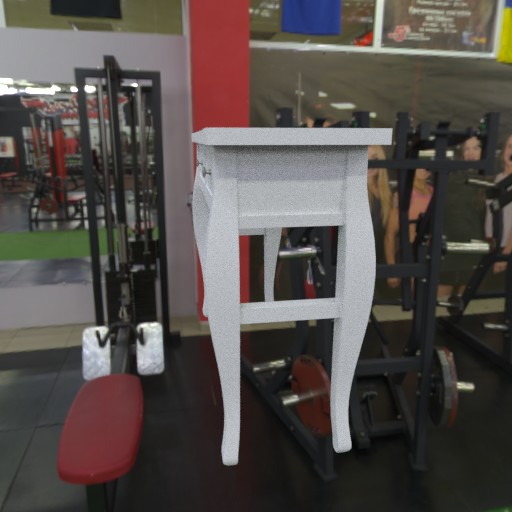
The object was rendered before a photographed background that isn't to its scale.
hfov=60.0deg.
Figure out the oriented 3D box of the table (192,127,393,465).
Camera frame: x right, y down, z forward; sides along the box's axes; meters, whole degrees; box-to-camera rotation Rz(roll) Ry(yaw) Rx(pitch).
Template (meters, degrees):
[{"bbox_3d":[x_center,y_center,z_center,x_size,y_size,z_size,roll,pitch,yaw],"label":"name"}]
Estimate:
[{"bbox_3d":[0.000,0.000,1.426,0.373,0.768,1.062,-2,15,-9],"label":"table"}]
